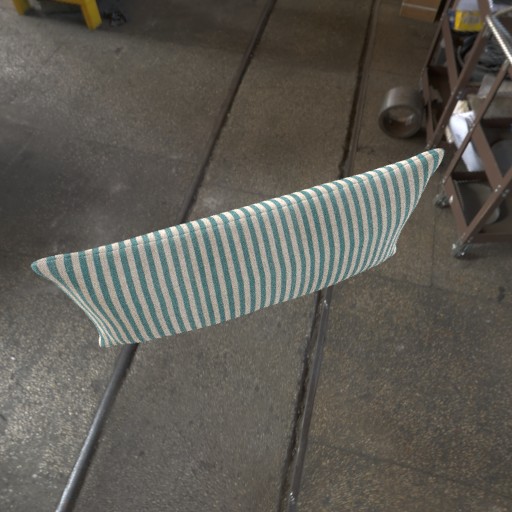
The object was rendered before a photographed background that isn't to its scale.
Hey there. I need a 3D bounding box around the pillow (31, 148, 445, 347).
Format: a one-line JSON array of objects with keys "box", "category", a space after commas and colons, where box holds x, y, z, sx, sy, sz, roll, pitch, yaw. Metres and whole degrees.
[{"box": [0.000, 0.000, 0.748, 0.617, 0.295, 0.151, -17, 60, -10], "category": "pillow"}]
